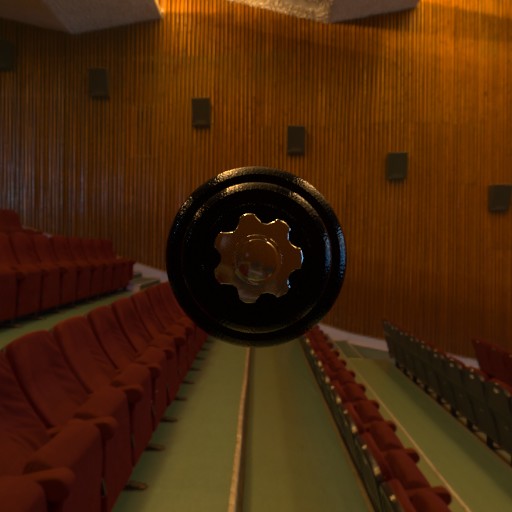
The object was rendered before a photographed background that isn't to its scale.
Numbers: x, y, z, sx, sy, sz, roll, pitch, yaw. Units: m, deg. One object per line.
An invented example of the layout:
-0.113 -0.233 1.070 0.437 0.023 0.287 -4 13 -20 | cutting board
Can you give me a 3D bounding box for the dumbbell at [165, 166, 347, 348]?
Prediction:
0.000 0.000 0.611 0.202 0.202 0.497 0 1 0 | dumbbell
